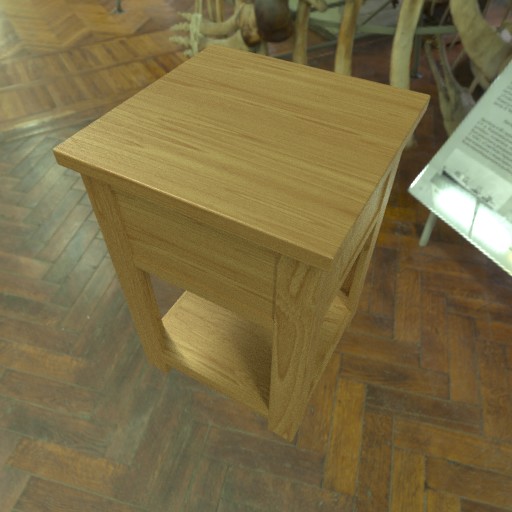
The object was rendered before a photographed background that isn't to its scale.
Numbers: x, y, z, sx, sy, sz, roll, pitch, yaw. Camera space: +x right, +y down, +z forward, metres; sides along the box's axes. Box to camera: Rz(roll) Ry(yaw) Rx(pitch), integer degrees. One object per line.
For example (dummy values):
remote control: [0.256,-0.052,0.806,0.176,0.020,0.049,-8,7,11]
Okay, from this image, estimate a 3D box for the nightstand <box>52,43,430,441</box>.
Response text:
nightstand: [0.000,0.000,0.902,0.428,0.614,0.418,22,51,19]
